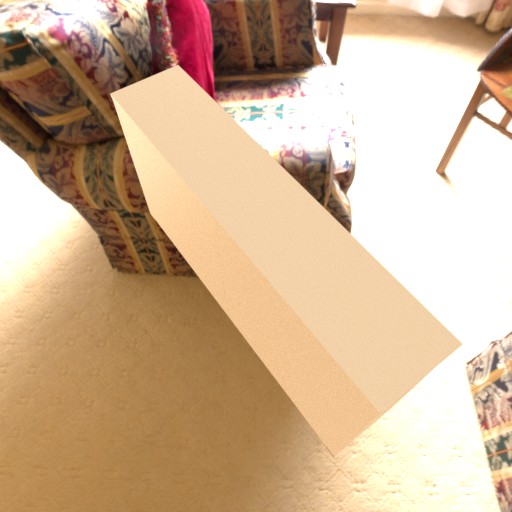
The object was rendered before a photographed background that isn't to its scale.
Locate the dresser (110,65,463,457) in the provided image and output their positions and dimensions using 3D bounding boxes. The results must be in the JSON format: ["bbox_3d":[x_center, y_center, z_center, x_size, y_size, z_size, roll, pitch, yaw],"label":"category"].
[{"bbox_3d":[0.000,0.000,1.841,0.333,0.790,1.535,-32,63,-18],"label":"dresser"}]
